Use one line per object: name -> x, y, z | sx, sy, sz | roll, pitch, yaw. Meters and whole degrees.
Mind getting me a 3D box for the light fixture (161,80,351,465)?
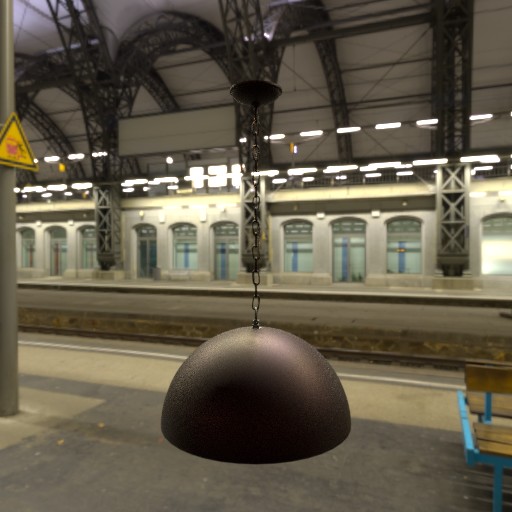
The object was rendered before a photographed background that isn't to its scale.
light fixture -> 0.000, 0.000, 1.167 | 0.492, 0.869, 0.492 | 0, 0, 0
